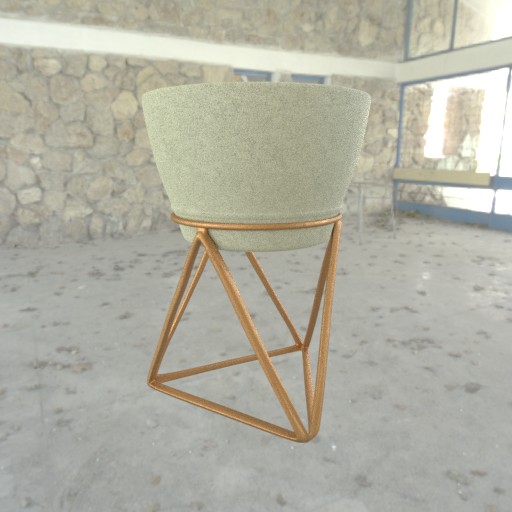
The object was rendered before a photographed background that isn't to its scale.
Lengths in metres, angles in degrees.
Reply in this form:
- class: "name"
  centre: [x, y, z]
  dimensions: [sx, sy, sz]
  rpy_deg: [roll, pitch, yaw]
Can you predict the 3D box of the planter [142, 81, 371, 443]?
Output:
- class: "planter"
  centre: [0.000, 0.000, 0.751]
  dimensions: [0.350, 0.504, 0.350]
  rpy_deg: [-6, 14, -26]
